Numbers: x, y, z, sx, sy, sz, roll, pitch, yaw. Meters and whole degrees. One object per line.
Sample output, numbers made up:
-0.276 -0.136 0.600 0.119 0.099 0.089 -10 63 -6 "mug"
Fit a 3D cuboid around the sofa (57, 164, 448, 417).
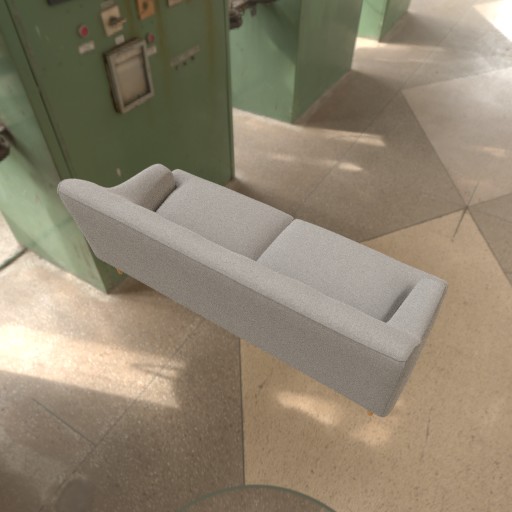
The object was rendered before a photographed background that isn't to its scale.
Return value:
0.000 0.000 2.602 2.057 0.871 0.978 25 52 22 "sofa"
